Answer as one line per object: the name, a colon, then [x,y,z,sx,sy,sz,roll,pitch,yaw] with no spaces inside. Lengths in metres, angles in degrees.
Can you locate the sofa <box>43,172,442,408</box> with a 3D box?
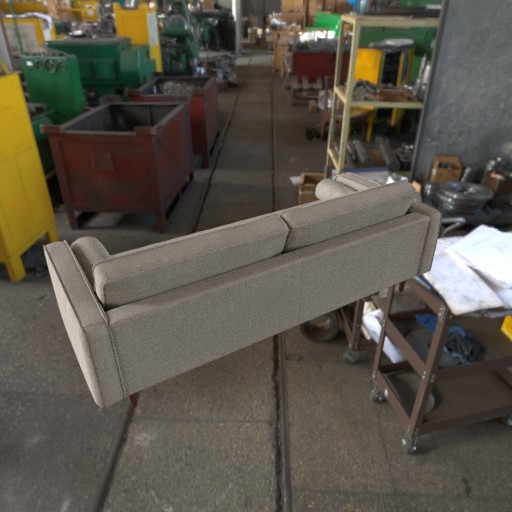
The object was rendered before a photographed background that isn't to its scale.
sofa: [0.000,0.000,2.669,2.211,0.762,0.914,-17,34,-27]
